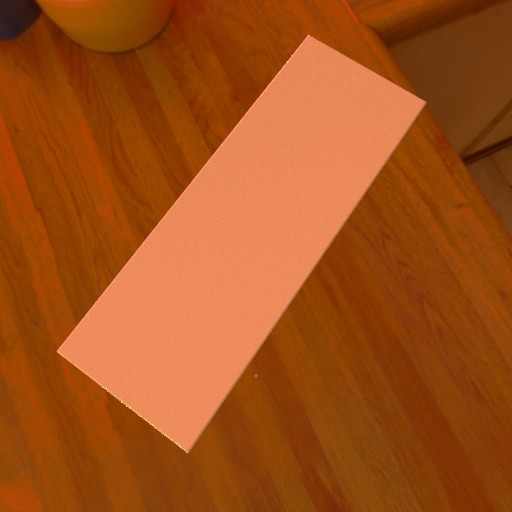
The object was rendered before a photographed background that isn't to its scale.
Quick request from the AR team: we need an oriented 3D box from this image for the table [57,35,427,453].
[{"bbox_3d":[0.000,0.000,1.468,0.381,0.749,1.067,34,77,9],"label":"table"}]
